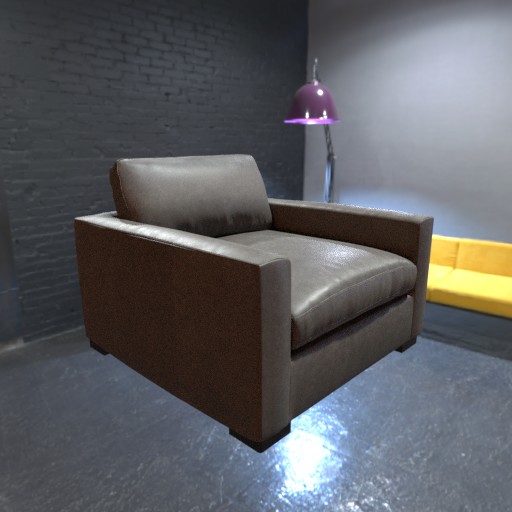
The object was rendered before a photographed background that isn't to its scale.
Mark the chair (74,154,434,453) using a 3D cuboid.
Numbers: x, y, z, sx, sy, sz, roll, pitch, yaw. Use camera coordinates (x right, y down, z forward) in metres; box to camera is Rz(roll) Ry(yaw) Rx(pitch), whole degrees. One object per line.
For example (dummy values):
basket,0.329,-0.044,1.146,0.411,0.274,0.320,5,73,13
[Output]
chair,0.000,0.000,1.845,1.080,0.807,1.106,13,19,42
